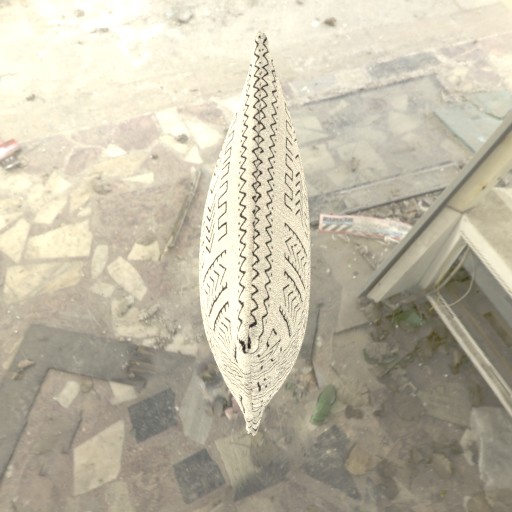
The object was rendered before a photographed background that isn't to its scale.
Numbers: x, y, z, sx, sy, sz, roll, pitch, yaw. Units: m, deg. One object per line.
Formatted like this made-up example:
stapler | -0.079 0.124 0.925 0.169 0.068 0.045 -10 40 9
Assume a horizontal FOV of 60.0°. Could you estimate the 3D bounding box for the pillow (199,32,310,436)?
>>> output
pillow | 0.000 0.000 0.654 0.164 0.430 0.438 2 60 1
